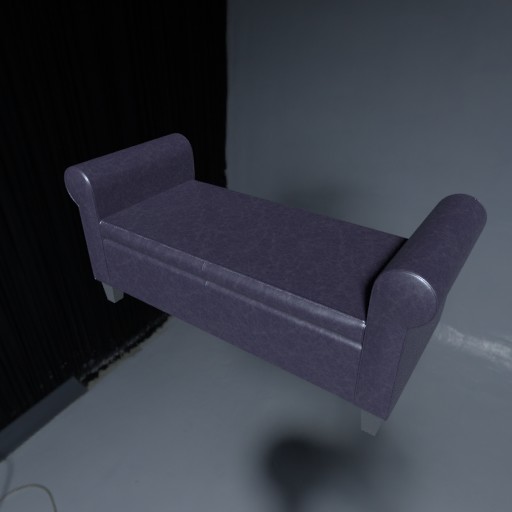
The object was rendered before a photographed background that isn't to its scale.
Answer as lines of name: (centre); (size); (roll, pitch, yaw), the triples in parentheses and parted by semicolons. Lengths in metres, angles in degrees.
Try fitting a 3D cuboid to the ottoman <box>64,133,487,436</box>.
ottoman: (0.000, 0.000, 1.500); (1.256, 0.547, 0.521); (19, 36, 29)
